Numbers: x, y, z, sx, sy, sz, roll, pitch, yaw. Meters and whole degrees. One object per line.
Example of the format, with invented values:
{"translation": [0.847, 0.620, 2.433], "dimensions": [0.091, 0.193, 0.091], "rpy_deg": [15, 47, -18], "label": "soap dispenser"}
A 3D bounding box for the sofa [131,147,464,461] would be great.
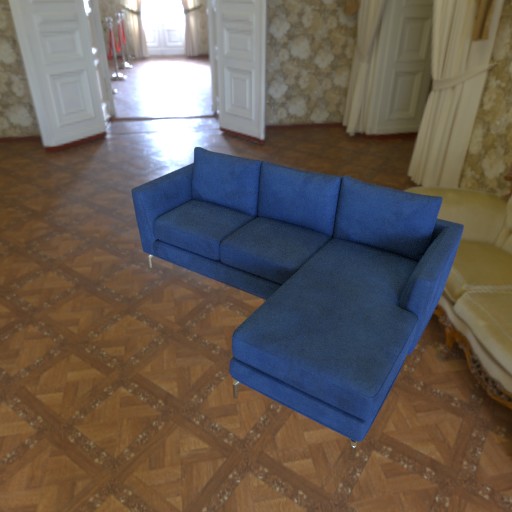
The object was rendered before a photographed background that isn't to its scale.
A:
{"translation": [0.000, 0.000, 3.221], "dimensions": [2.438, 0.987, 1.622], "rpy_deg": [19, 36, 28], "label": "sofa"}
